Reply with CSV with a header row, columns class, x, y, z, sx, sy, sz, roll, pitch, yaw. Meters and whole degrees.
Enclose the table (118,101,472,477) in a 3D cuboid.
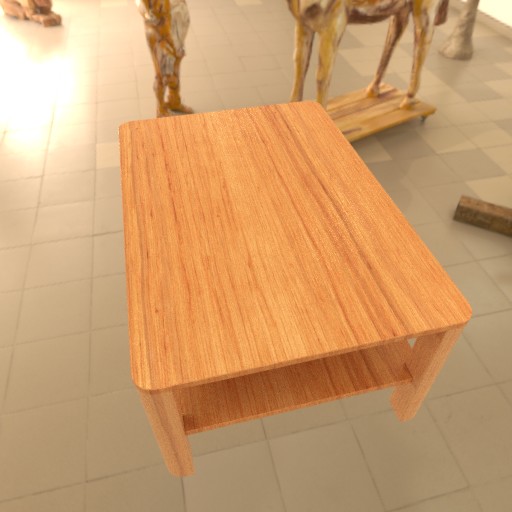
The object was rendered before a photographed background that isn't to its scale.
class,x,y,z,sx,sy,sz,roll,pitch,yaw
table,0.000,0.000,1.339,0.696,0.445,0.997,-10,46,-10
